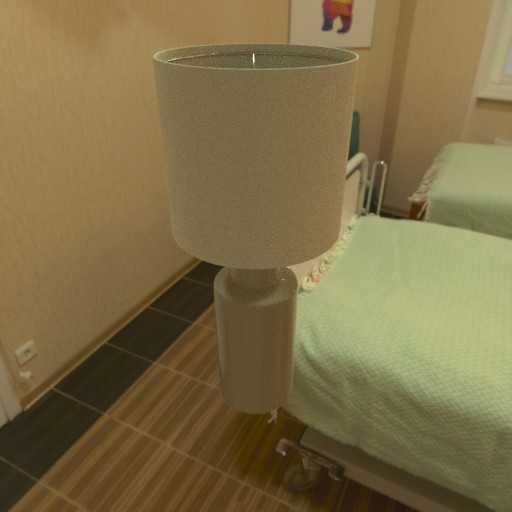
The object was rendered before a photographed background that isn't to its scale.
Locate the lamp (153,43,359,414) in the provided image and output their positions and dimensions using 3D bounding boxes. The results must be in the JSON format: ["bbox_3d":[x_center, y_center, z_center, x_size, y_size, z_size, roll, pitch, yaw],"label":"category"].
[{"bbox_3d":[0.000,0.000,0.590,0.212,0.493,0.212,-1,31,-2],"label":"lamp"}]
